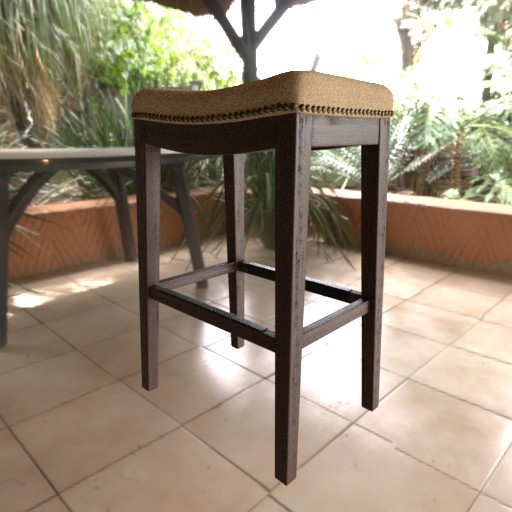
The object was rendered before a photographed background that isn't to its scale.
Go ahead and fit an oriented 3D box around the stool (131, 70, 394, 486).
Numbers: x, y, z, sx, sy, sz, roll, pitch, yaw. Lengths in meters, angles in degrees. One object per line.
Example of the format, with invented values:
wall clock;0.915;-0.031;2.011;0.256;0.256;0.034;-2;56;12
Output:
stool;0.000;0.000;1.056;0.509;0.768;0.363;14;21;42
